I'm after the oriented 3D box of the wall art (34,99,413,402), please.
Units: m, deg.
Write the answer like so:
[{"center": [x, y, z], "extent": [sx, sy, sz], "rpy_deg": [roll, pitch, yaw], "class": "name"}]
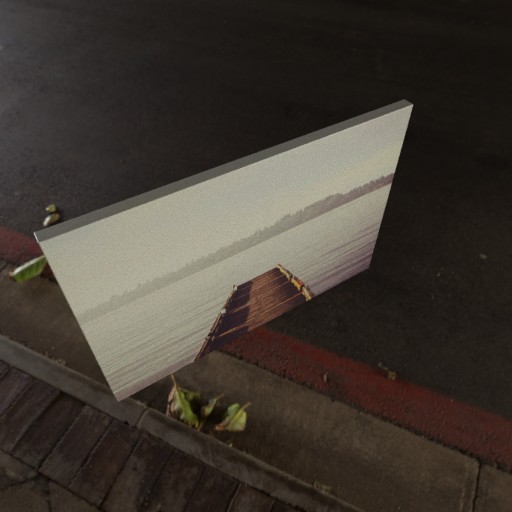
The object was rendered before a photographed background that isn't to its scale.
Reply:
[{"center": [0.000, 0.000, 0.784], "extent": [0.615, 0.410, 0.021], "rpy_deg": [-25, 51, -22], "class": "wall art"}]
